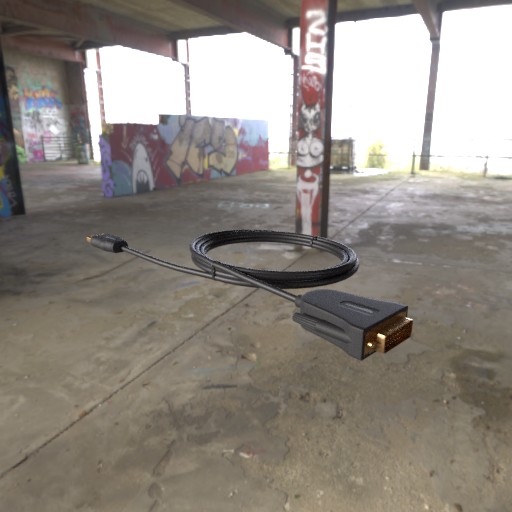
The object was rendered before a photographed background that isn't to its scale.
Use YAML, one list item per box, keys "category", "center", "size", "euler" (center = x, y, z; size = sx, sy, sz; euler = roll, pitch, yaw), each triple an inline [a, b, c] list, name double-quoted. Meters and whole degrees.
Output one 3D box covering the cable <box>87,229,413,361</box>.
- category: "cable"
  center: [0.000, 0.000, 0.329]
  size: [0.136, 0.015, 0.281]
  euler: [-15, 22, -42]
